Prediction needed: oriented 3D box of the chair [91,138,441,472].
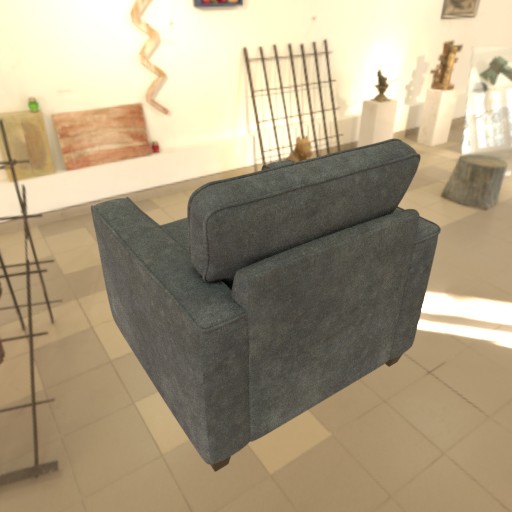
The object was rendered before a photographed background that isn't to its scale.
[{"bbox_3d":[0.000,0.000,1.757,1.015,0.965,0.939,-19,36,-29],"label":"chair"}]
